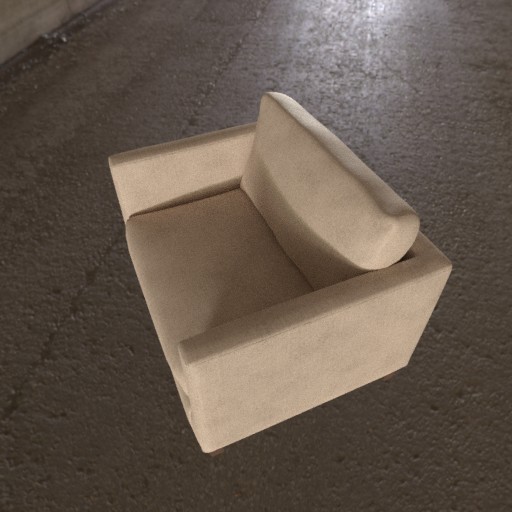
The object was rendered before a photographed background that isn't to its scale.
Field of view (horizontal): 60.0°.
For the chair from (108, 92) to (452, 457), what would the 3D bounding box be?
[{"bbox_3d":[0.000,0.000,1.858,0.959,0.961,1.133,-18,49,-16],"label":"chair"}]
